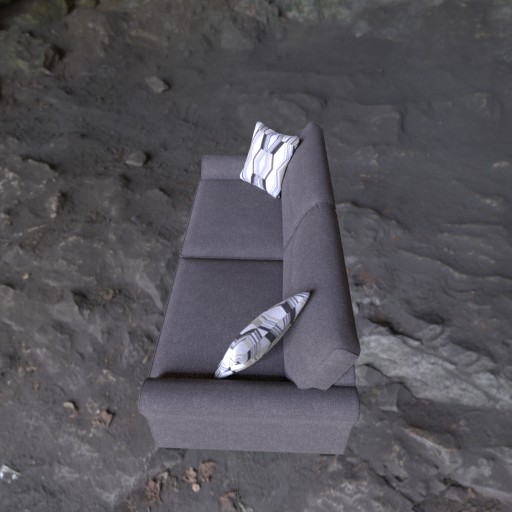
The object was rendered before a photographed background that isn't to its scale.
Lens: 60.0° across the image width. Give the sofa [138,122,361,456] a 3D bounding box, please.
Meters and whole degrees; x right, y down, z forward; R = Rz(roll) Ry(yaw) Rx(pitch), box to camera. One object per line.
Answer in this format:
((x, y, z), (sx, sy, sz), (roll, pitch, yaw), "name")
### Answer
((0.000, 0.000, 2.535), (0.889, 0.813, 2.032), (1, 41, 2), "sofa")
